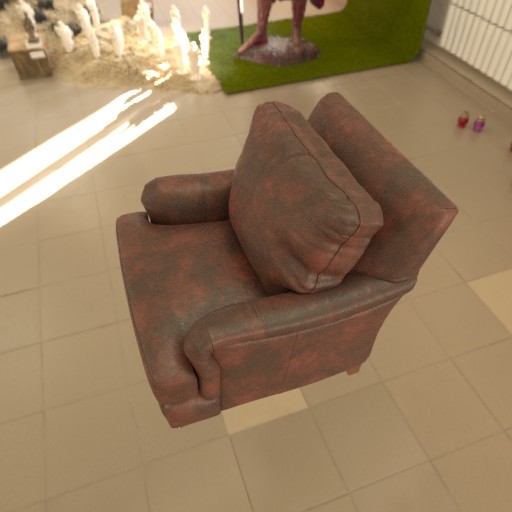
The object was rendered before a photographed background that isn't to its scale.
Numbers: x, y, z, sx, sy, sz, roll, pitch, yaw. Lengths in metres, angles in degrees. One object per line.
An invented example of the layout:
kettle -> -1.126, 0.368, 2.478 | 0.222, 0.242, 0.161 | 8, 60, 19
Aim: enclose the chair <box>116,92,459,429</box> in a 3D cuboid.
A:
chair -> 0.000, 0.000, 1.965 | 1.156, 1.051, 0.987 | -15, 48, -14
